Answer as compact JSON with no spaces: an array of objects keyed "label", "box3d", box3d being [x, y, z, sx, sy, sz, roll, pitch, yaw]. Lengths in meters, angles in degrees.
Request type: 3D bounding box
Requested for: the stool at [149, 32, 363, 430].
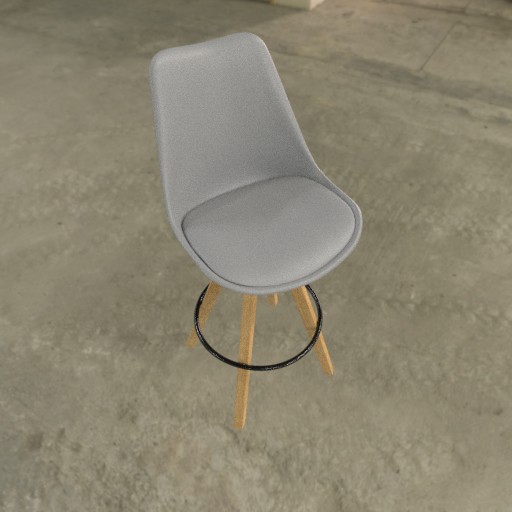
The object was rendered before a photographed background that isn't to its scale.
[{"label":"stool","box3d":[0.000,0.000,1.368,0.485,1.115,0.550,-24,50,-22]}]
